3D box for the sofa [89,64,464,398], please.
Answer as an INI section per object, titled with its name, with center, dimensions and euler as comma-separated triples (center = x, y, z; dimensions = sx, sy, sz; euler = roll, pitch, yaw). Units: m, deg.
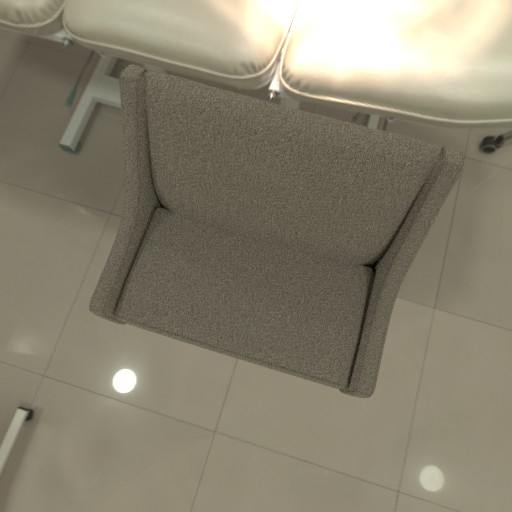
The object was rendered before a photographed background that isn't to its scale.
[sofa]
center = 0.000, 0.000, 1.889
dimensions = 1.242, 1.026, 0.862
euler = 16, 75, 4
